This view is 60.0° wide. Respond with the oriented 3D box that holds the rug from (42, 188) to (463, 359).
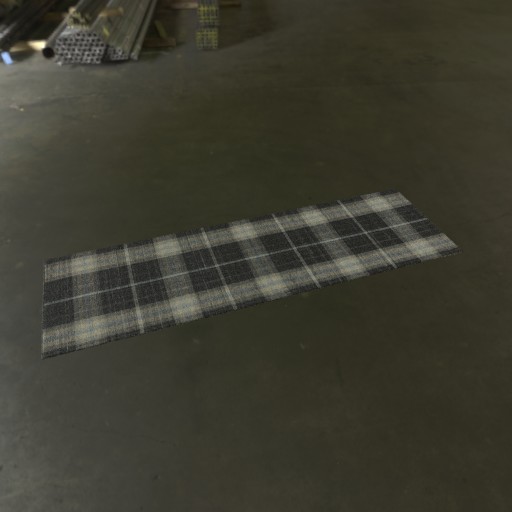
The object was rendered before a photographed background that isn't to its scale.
[{"bbox_3d":[0.000,0.000,2.688,2.434,0.012,0.760,-13,43,-14],"label":"rug"}]
